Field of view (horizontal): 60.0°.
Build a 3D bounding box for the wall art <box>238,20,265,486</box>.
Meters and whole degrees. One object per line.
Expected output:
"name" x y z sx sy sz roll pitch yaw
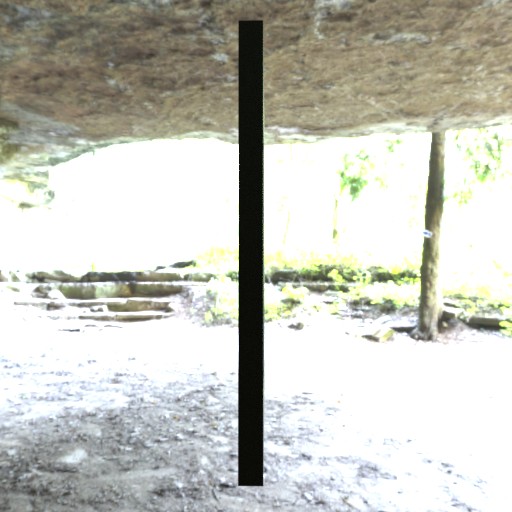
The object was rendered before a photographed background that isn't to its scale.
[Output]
"wall art" 0.000 0.000 0.742 0.028 0.511 0.513 0 -1 1
